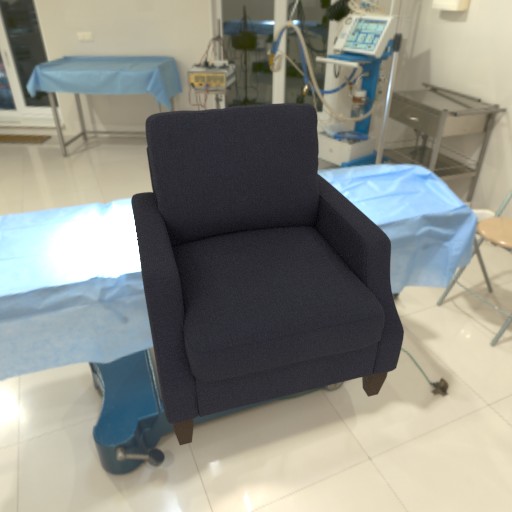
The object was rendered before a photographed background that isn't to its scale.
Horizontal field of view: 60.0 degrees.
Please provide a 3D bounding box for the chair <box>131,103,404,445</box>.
[{"bbox_3d":[0.000,0.000,1.698,0.855,0.991,0.897,-9,34,-14],"label":"chair"}]
